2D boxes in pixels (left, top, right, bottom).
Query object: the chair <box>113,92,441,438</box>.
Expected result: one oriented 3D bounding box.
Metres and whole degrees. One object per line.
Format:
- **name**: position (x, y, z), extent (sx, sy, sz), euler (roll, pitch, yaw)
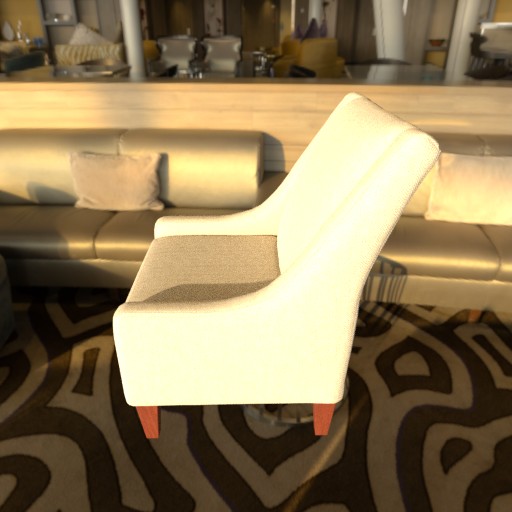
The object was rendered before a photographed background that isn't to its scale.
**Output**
- **chair**: position (0.000, 0.000, 1.580), extent (0.870, 1.014, 0.774), euler (-1, 27, -1)
